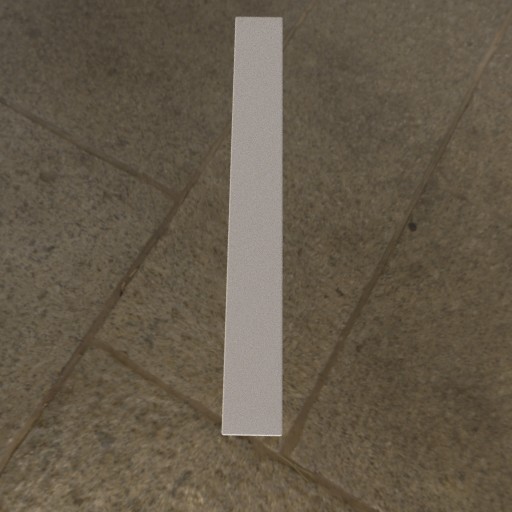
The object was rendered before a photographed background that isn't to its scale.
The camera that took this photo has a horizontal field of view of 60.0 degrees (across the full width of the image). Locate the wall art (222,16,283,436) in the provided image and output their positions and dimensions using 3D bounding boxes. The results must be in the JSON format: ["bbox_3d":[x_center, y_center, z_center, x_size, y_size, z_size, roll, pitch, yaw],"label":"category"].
[{"bbox_3d":[0.000,0.000,0.454,0.037,0.305,0.305,1,75,0],"label":"wall art"}]
